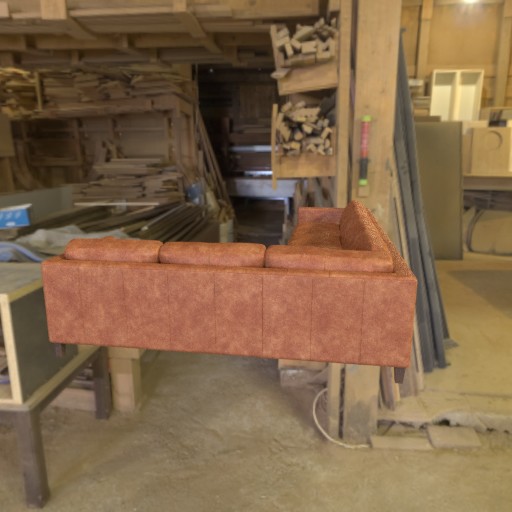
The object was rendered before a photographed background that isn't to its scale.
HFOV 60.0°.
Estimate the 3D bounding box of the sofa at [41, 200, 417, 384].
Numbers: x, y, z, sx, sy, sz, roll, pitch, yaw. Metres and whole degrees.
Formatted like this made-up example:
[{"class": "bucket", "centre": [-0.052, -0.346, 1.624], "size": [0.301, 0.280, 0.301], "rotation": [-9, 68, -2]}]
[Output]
[{"class": "sofa", "centre": [0.000, 0.000, 4.337], "size": [2.438, 0.838, 3.167], "rotation": [2, 14, 9]}]
